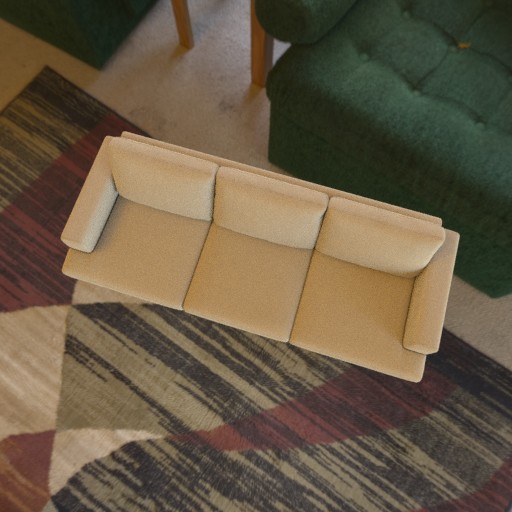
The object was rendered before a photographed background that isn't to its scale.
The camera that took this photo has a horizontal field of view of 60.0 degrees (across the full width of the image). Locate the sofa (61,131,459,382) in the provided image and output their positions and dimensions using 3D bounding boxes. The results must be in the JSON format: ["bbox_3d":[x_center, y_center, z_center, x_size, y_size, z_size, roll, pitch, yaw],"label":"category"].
[{"bbox_3d":[0.000,0.000,2.795,2.310,0.810,0.920,16,75,5],"label":"sofa"}]
